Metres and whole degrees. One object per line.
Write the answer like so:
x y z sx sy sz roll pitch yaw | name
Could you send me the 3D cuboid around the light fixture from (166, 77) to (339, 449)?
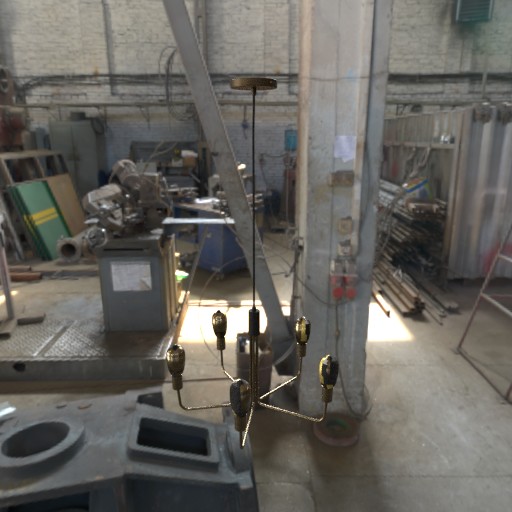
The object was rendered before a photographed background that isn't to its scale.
0.000 0.000 1.438 0.588 1.059 0.532 14 21 42 | light fixture
